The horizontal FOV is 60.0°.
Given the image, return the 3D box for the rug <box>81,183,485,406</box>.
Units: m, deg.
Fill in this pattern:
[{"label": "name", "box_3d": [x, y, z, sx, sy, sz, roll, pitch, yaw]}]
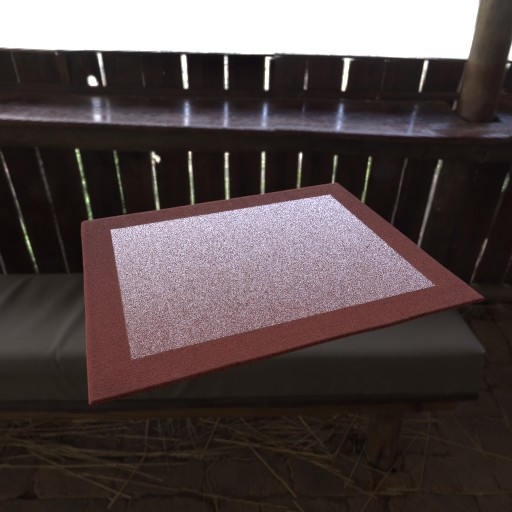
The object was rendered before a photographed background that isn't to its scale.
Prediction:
[{"label": "rug", "box_3d": [0.000, 0.000, 4.013, 2.976, 0.018, 2.430, -11, 34, -17]}]
